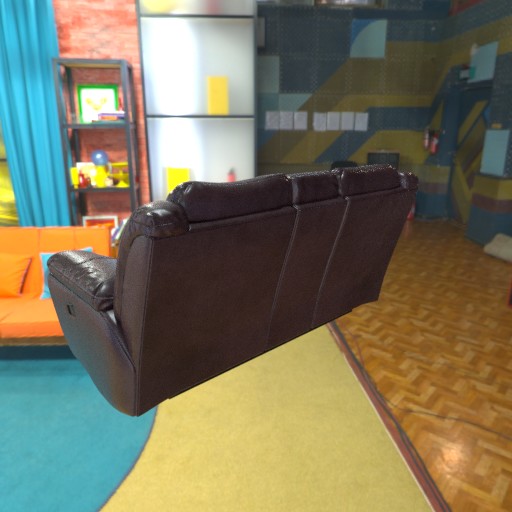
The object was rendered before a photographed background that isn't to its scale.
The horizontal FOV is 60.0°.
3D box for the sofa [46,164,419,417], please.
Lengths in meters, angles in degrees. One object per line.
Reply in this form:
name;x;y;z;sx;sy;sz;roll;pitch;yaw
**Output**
sofa;0.000;0.000;2.583;2.058;1.043;0.991;-15;22;-42
